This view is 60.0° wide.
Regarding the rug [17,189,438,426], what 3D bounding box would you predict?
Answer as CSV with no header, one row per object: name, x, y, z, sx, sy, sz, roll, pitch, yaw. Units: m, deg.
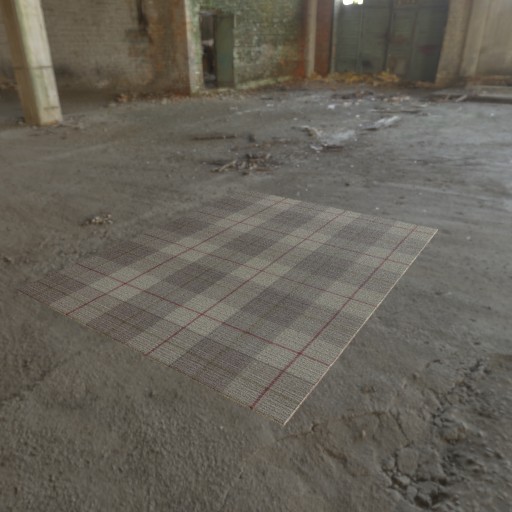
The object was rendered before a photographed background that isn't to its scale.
rug,0.000,0.000,3.836,2.317,0.016,2.959,16,31,30
